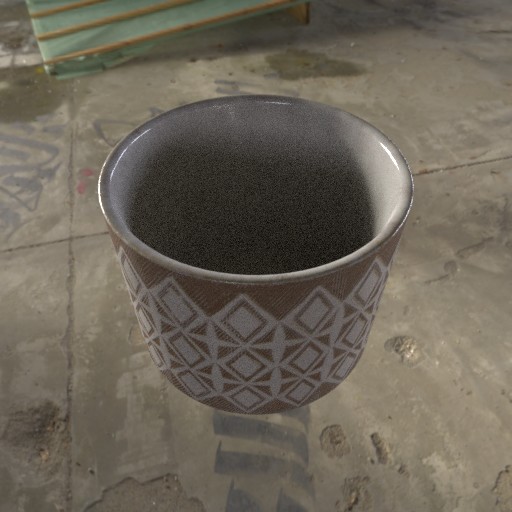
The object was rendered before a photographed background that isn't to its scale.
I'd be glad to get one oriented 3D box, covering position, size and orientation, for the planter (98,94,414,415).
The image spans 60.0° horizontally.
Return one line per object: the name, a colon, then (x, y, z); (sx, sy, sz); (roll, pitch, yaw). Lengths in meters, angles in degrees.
planter: (0.000, 0.000, 0.338); (0.193, 0.165, 0.193); (0, 46, 0)
